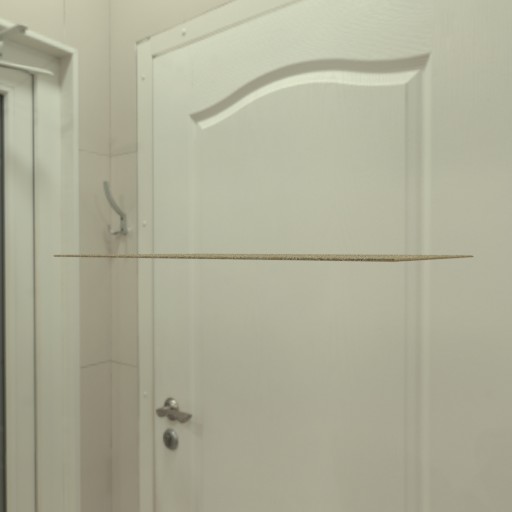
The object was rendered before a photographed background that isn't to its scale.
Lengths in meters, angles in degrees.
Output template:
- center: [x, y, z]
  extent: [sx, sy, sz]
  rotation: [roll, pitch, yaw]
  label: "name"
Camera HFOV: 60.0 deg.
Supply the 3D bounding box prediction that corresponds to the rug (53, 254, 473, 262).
- center: [0.000, 0.000, 3.037]
  extent: [2.448, 0.012, 1.540]
  rotation: [1, 1, 36]
  label: "rug"
